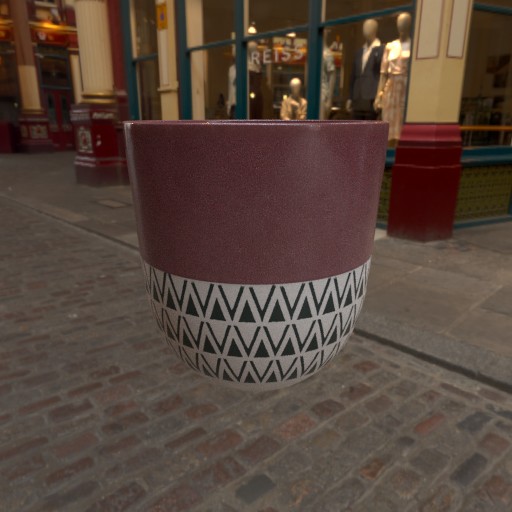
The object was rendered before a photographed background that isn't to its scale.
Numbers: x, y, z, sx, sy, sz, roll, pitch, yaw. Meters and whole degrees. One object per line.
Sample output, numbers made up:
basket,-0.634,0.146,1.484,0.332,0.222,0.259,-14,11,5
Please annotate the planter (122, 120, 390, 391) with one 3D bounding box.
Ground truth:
planter,0.000,0.000,0.368,0.195,0.214,0.195,0,18,0
